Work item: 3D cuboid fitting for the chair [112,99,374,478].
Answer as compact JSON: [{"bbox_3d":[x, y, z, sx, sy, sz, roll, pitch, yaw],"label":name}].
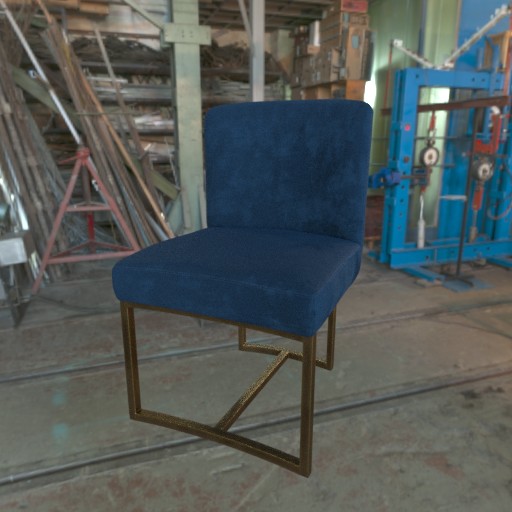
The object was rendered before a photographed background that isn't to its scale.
[{"bbox_3d":[0.000,0.000,1.188,0.530,0.824,0.560,7,16,24],"label":"chair"}]
